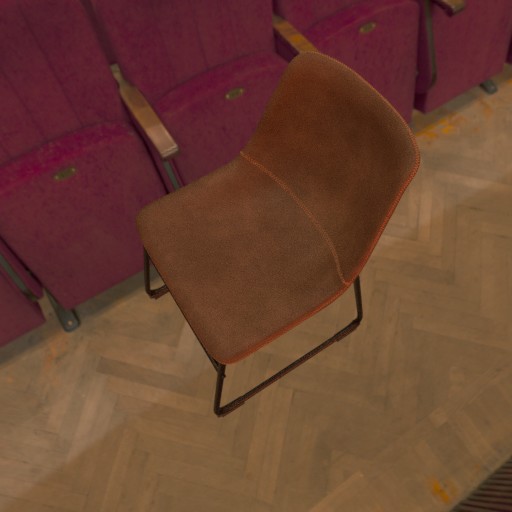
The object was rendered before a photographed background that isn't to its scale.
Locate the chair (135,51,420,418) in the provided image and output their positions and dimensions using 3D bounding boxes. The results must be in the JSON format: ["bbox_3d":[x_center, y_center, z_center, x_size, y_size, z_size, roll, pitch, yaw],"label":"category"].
[{"bbox_3d":[0.000,0.000,1.100,0.551,0.780,0.460,-30,67,-14],"label":"chair"}]
